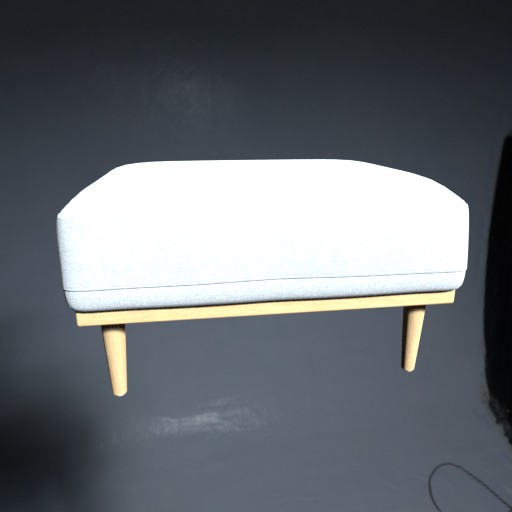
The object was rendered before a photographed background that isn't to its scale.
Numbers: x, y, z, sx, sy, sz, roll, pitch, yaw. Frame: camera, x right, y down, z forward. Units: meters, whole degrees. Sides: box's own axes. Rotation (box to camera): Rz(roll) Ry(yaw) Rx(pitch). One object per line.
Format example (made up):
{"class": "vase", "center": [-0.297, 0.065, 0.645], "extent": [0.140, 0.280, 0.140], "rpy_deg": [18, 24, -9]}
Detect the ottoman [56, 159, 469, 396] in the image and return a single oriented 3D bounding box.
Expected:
{"class": "ottoman", "center": [0.000, 0.000, 1.046], "extent": [0.749, 0.428, 0.549], "rpy_deg": [-2, 17, -8]}
